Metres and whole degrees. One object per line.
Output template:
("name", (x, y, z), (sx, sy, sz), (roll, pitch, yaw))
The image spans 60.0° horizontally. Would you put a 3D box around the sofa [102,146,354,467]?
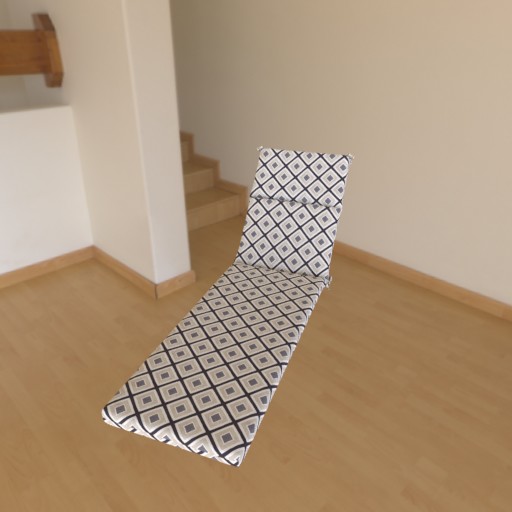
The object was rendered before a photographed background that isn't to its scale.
("sofa", (0.000, 0.000, 2.004), (0.582, 0.622, 1.663), (10, 29, 18))
